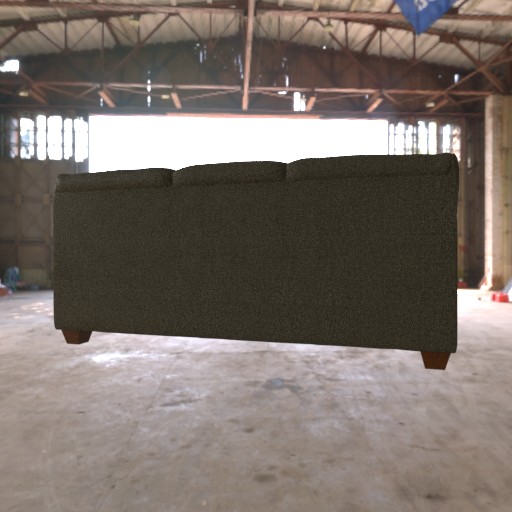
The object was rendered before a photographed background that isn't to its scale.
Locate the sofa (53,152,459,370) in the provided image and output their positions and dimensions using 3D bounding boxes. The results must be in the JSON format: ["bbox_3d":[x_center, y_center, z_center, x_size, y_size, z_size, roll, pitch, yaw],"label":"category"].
[{"bbox_3d":[0.000,0.000,2.555,2.024,0.958,0.997,0,0,17],"label":"sofa"}]
